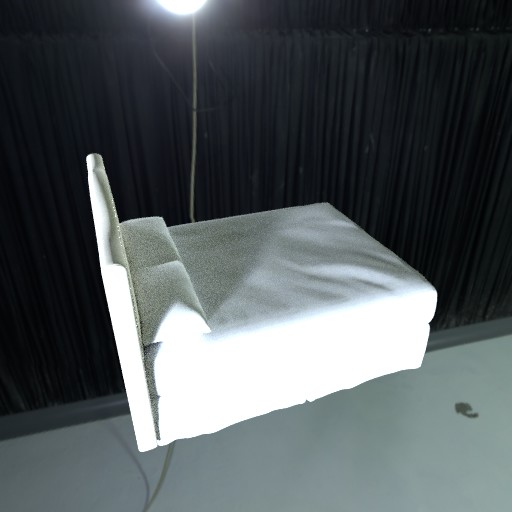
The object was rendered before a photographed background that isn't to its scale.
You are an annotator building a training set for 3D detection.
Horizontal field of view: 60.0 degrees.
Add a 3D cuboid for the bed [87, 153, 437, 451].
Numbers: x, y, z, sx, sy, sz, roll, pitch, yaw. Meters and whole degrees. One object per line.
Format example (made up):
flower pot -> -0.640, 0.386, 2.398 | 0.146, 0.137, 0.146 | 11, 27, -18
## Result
bed -> 0.000, 0.000, 3.323 | 2.143, 1.460, 1.753 | -11, 32, -17
